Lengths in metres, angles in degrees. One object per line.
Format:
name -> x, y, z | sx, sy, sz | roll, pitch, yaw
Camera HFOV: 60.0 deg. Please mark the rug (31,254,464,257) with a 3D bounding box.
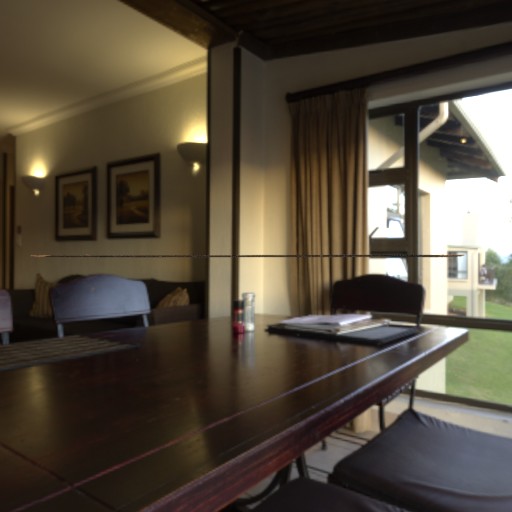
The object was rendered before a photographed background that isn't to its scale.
rug -> 0.000, 0.000, 1.907 | 1.541, 0.013, 0.920 | 0, 0, 18
